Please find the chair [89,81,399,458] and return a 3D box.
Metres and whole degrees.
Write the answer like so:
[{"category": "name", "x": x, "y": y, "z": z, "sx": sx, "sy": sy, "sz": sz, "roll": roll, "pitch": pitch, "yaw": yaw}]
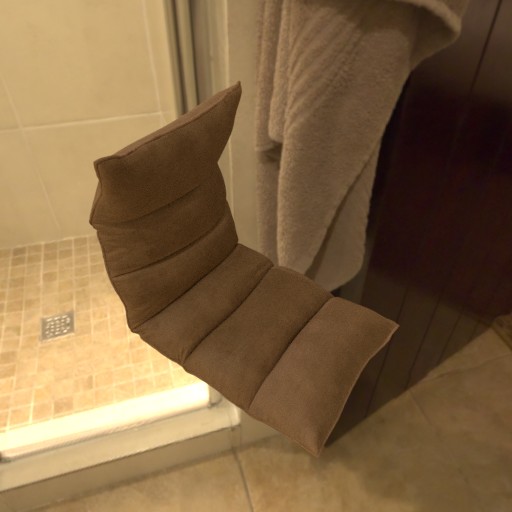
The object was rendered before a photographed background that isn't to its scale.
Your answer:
[{"category": "chair", "x": 0.000, "y": 0.000, "z": 1.579, "sx": 0.985, "sy": 0.892, "sz": 0.714, "roll": 25, "pitch": 47, "yaw": 26}]
